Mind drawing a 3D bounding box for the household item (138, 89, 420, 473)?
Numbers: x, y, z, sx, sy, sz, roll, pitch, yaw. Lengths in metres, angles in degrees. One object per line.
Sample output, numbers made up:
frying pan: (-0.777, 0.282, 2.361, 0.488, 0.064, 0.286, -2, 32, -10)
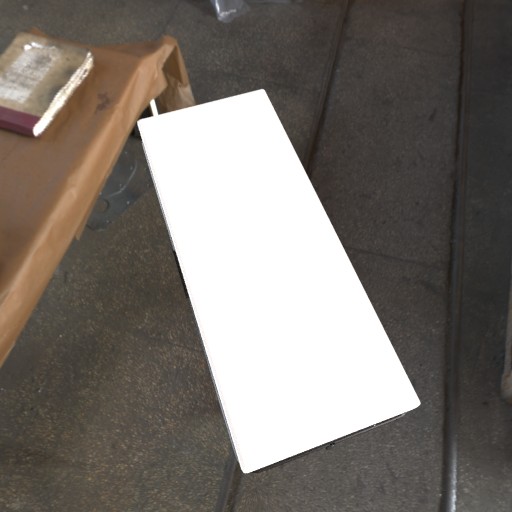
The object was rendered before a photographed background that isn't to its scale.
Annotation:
household item: (0.000, 0.000, 2.250, 0.787, 0.356, 1.905, -17, 64, -9)
